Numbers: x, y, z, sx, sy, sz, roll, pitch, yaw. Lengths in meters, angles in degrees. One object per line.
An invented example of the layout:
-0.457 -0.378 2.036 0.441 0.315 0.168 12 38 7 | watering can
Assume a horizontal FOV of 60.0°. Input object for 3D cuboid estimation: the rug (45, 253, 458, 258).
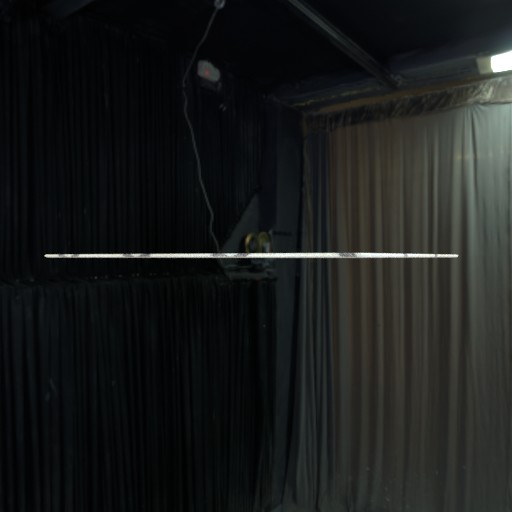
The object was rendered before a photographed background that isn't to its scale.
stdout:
0.000 0.000 4.087 3.000 0.026 2.399 0 0 36 | rug
